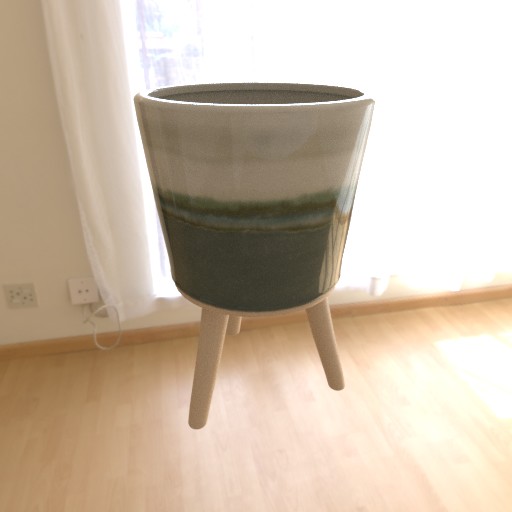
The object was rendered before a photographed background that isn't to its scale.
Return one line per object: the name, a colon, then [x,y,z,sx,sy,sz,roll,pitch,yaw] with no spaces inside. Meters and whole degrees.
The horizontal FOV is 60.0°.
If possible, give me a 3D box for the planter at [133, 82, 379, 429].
planter: [0.000,0.000,0.473,0.217,0.331,0.217,-18,31,-33]
